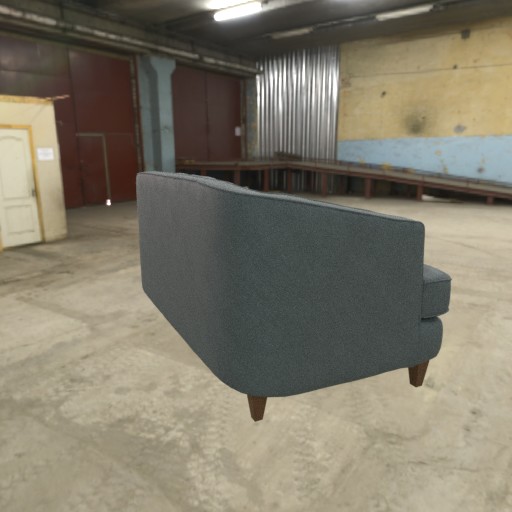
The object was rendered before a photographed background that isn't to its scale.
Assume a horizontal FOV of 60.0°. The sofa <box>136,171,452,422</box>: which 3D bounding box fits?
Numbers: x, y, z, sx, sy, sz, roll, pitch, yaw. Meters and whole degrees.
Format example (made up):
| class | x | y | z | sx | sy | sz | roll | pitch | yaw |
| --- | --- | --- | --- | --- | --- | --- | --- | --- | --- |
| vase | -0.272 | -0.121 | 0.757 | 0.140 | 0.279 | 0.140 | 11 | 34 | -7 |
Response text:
| class | x | y | z | sx | sy | sz | roll | pitch | yaw |
| --- | --- | --- | --- | --- | --- | --- | --- | --- | --- |
| sofa | 0.000 | 0.000 | 2.294 | 0.941 | 0.855 | 1.733 | -6 | 14 | -26 |
